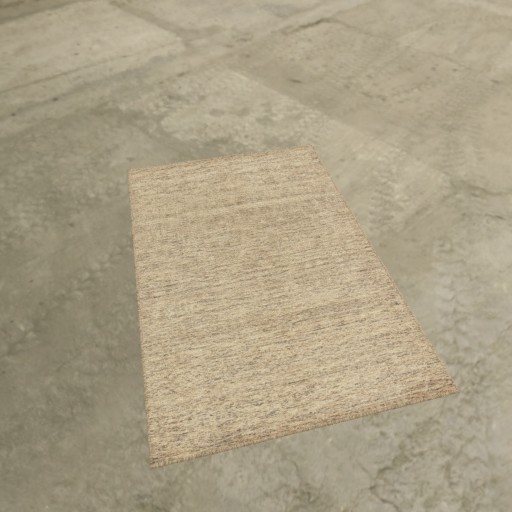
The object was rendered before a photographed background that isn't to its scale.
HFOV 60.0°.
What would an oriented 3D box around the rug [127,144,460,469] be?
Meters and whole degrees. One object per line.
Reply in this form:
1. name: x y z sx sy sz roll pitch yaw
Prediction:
1. rug: 0.000 0.000 2.258 1.211 0.018 1.822 -10 47 -9
